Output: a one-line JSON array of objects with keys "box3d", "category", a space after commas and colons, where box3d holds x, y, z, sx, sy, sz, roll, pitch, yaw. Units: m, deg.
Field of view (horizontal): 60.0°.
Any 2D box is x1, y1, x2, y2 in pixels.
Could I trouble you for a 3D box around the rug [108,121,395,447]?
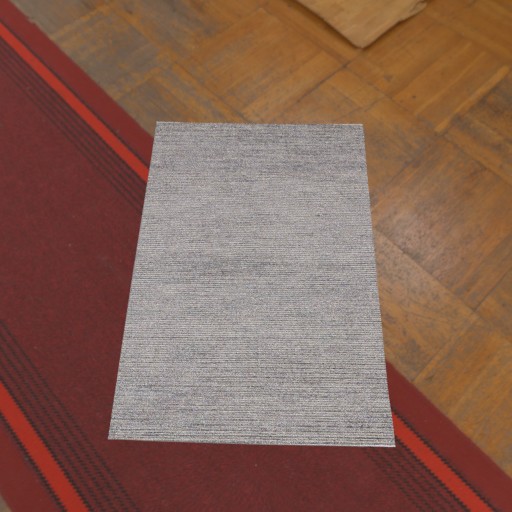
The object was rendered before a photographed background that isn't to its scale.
[{"box3d": [0.000, 0.000, 2.949, 1.604, 0.030, 2.307, 1, 65, 1], "category": "rug"}]
